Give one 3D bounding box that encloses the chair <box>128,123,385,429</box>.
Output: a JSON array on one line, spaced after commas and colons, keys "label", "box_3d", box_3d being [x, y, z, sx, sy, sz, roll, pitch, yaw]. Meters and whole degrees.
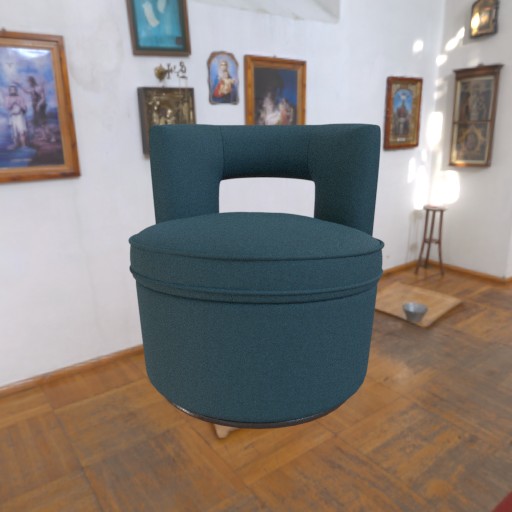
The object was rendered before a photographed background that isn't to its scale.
[{"label": "chair", "box_3d": [0.000, 0.000, 1.230, 0.684, 0.711, 0.660, 2, 15, 8]}]
